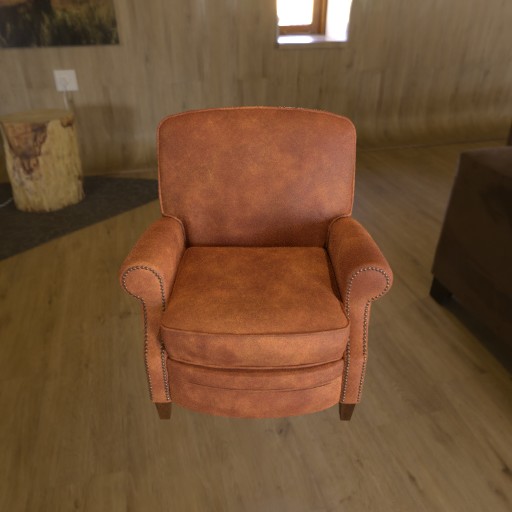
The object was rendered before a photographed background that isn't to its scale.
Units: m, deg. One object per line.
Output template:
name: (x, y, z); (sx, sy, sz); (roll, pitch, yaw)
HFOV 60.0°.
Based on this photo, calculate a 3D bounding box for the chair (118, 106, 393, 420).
chair: (0.000, 0.000, 1.765); (0.936, 1.018, 0.986); (0, 31, 0)
